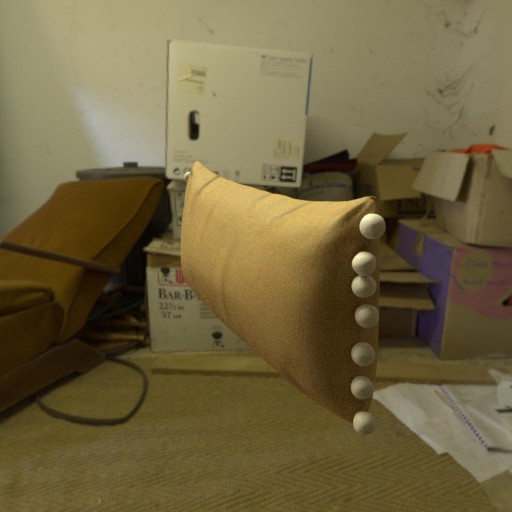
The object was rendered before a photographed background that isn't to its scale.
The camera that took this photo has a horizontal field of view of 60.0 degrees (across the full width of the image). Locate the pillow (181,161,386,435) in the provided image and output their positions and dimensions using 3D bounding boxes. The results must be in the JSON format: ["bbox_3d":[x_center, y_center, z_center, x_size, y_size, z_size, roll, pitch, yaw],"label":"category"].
[{"bbox_3d":[0.000,0.000,0.829,0.201,0.322,0.709,-7,16,-25],"label":"pillow"}]
